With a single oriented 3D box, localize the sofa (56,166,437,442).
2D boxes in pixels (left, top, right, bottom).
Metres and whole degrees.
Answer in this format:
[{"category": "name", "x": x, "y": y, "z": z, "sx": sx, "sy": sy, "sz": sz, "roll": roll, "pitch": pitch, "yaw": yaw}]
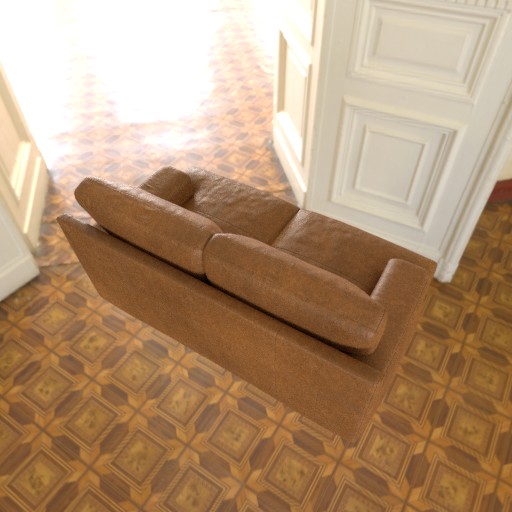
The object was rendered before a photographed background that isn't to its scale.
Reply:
[{"category": "sofa", "x": 0.000, "y": 0.000, "z": 2.542, "sx": 1.880, "sy": 0.966, "sz": 1.144, "roll": 25, "pitch": 52, "yaw": 21}]
